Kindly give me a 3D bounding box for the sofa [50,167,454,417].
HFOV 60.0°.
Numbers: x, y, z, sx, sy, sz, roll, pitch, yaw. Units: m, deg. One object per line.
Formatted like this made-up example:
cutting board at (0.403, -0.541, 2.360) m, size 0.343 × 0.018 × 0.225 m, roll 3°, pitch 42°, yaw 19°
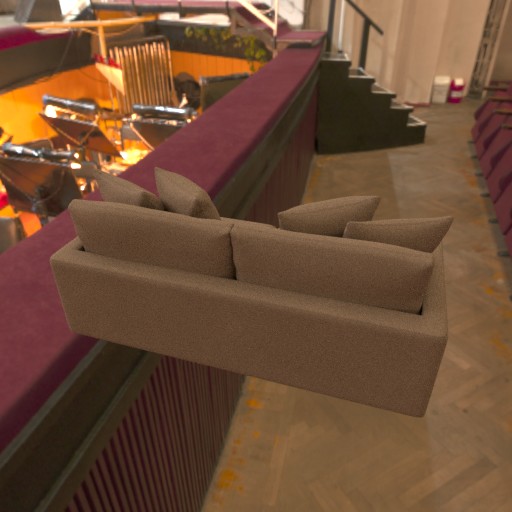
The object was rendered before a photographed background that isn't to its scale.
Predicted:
sofa at (0.000, 0.000, 3.011) m, size 2.380 × 1.084 × 1.228 m, roll 10°, pitch 33°, yaw 15°
